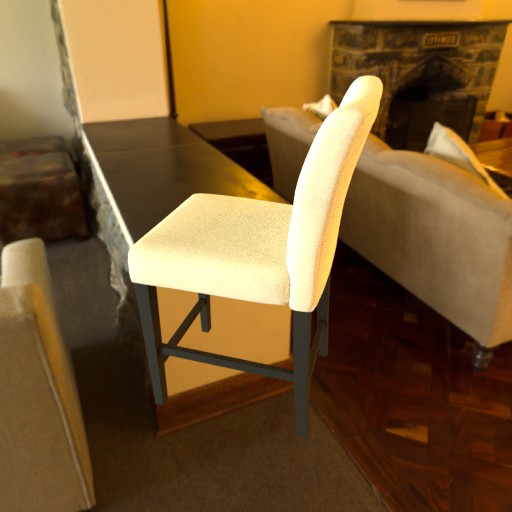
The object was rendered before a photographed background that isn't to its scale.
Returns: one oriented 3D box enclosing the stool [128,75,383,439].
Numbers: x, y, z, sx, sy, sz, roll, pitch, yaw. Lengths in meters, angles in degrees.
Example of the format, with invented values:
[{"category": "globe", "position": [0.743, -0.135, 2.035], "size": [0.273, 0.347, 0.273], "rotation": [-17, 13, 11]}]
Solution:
[{"category": "stool", "position": [0.000, 0.000, 1.322], "size": [0.603, 0.972, 0.514], "rotation": [8, 30, 15]}]
